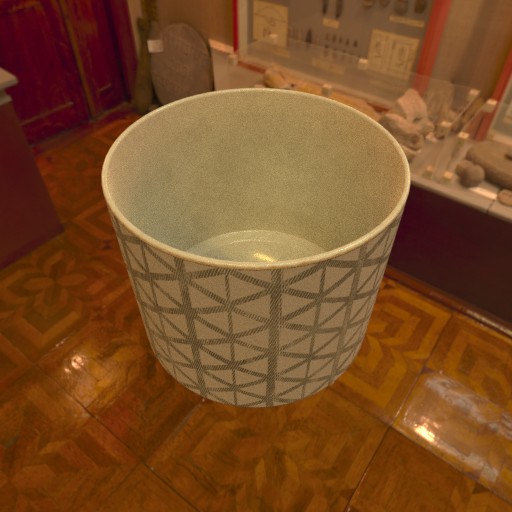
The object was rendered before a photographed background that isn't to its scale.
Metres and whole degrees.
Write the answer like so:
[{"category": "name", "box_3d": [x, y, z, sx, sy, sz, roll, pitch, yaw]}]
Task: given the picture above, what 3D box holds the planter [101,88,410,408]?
[{"category": "planter", "box_3d": [0.000, 0.000, 0.344, 0.190, 0.181, 0.190, 0, 46, 0]}]
